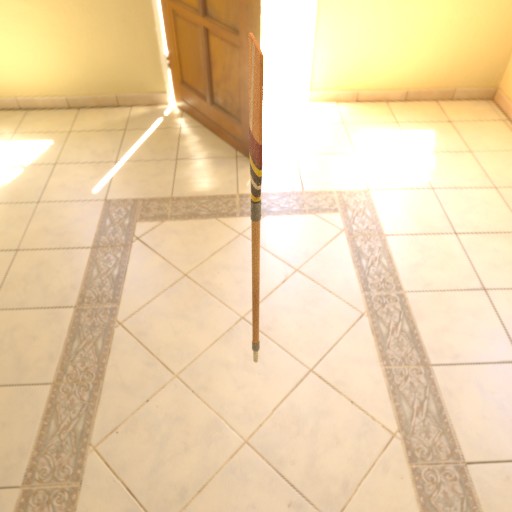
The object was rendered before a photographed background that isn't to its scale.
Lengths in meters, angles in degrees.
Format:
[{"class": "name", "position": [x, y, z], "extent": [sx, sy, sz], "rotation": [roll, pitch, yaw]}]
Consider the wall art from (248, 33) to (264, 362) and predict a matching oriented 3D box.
[{"class": "wall art", "position": [0.000, 0.000, 1.672], "extent": [0.038, 1.556, 0.146], "rotation": [-9, 48, -8]}]
